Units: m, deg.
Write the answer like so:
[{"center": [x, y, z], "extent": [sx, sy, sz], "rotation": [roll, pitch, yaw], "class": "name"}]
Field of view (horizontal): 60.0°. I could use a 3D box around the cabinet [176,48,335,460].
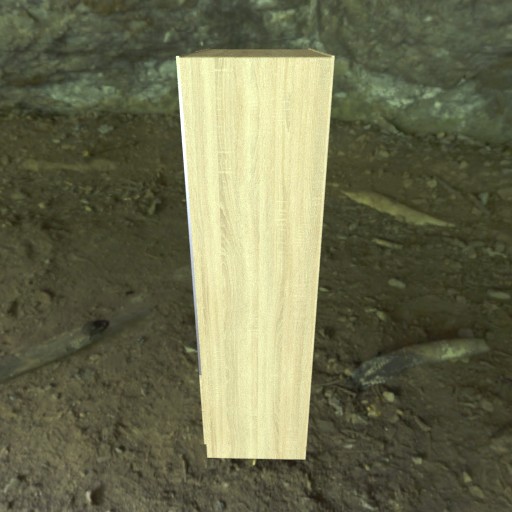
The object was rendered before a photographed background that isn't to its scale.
[{"center": [0.000, 0.000, 2.527], "extent": [0.590, 2.121, 1.001], "rotation": [1, 26, 1], "class": "cabinet"}]
